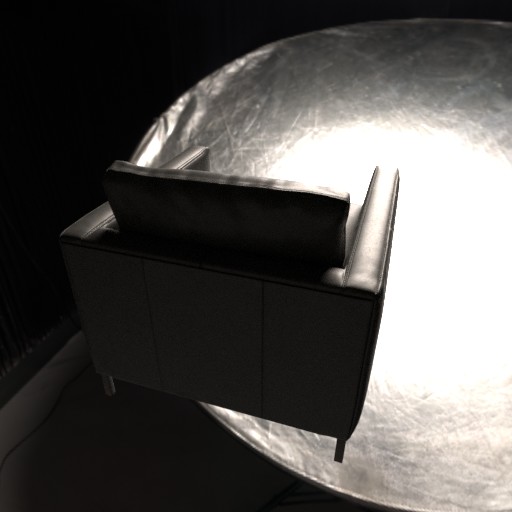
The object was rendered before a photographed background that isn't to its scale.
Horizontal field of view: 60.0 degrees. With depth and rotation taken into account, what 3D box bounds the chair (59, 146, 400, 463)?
[{"bbox_3d":[0.000,0.000,1.502,0.967,0.824,0.861,10,33,16],"label":"chair"}]
